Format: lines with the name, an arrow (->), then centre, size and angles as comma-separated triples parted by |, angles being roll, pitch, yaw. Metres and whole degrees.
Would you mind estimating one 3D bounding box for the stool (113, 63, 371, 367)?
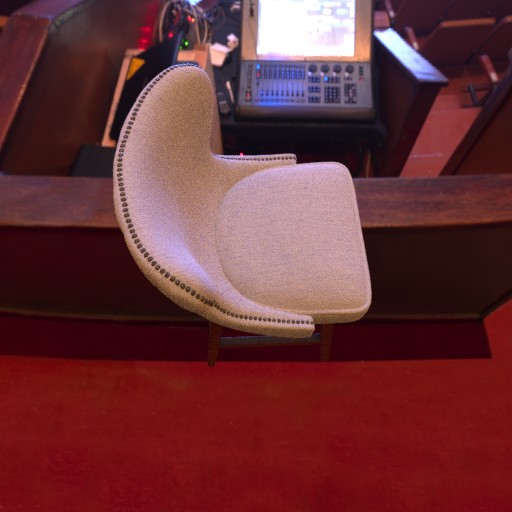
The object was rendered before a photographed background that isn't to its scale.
stool -> 0.000, 0.000, 1.344 | 0.597, 0.972, 0.615 | -3, 64, -1
